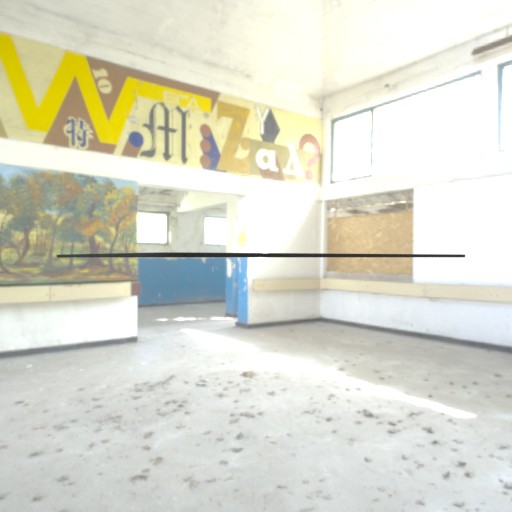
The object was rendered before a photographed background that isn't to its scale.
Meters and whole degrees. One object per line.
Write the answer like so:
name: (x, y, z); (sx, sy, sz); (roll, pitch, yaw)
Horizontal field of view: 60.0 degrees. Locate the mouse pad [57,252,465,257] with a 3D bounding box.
mouse pad: (0.000, 0.000, 0.341); (0.249, 0.002, 0.211); (0, 0, -36)
